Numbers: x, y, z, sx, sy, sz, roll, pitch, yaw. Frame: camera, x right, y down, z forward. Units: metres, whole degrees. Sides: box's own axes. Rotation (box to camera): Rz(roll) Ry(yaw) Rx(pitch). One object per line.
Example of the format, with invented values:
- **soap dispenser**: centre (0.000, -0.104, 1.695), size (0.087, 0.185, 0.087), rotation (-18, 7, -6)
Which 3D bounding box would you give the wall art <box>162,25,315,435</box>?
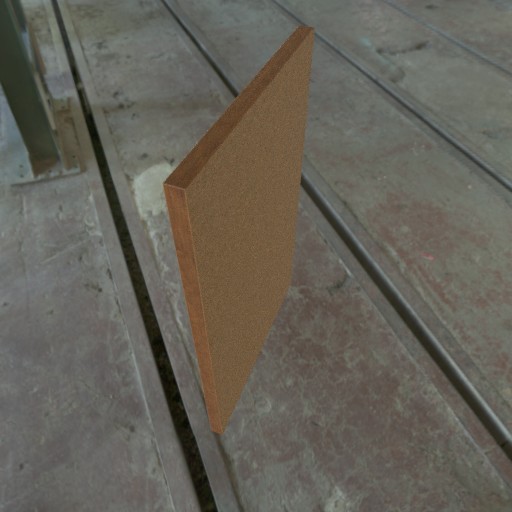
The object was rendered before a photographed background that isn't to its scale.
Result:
- **wall art**: centre (0.000, 0.000, 1.144), size (0.037, 0.914, 0.610), rotation (17, 50, 15)
